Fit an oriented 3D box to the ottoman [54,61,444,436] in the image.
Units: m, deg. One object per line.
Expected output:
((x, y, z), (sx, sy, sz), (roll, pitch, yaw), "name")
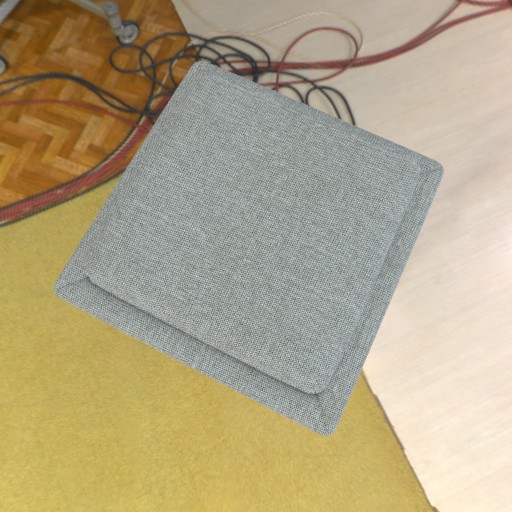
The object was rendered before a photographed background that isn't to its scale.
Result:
((0.000, 0.000, 0.829), (0.450, 0.460, 0.450), (26, 76, 7), "ottoman")
